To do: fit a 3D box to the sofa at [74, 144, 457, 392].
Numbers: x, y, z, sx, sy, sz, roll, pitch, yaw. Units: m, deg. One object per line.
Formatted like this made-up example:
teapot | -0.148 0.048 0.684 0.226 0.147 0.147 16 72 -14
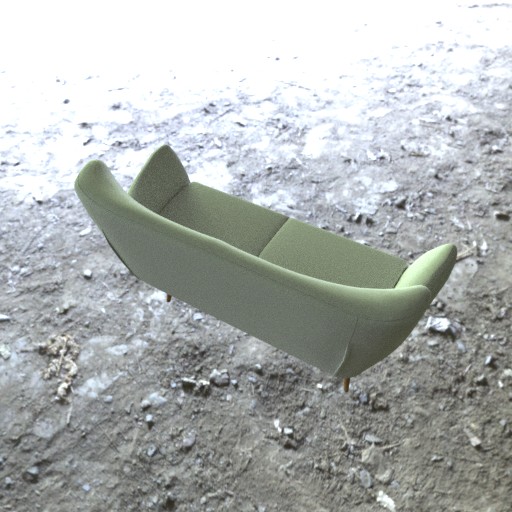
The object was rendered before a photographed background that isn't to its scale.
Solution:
sofa | 0.000 0.000 2.471 1.930 0.890 0.899 23 50 20
